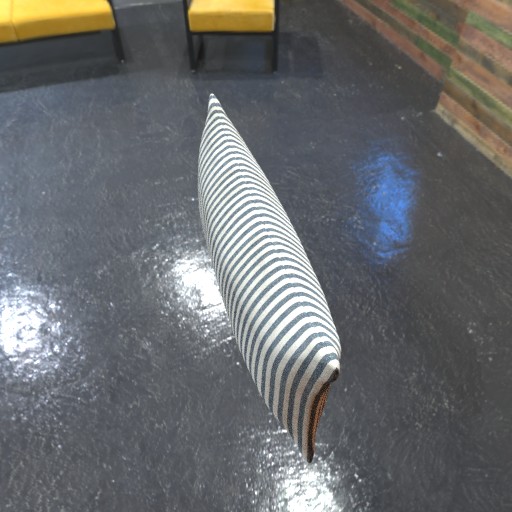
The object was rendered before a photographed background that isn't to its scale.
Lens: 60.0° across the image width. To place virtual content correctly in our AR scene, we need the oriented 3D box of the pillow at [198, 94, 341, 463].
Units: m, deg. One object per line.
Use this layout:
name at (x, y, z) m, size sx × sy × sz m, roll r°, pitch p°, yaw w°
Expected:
pillow at (0.000, 0.000, 0.769) m, size 0.151 × 0.295 × 0.617 m, roll -12°, pitch 48°, yaw -11°
